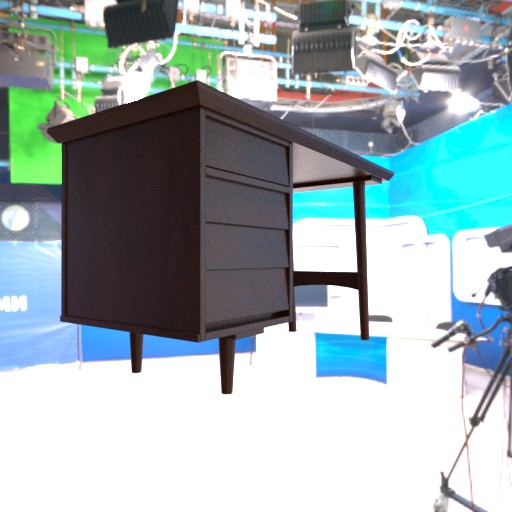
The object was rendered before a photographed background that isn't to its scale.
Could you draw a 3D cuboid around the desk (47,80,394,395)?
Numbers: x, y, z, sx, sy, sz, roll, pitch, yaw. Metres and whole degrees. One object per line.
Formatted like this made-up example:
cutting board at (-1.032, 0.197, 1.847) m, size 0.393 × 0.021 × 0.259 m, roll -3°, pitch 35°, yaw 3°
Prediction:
desk at (0.000, 0.000, 1.656) m, size 0.612 × 0.758 × 1.277 m, roll 0°, pitch 0°, yaw 36°
